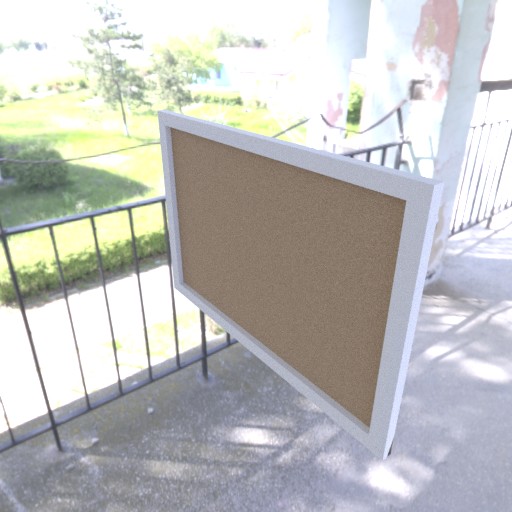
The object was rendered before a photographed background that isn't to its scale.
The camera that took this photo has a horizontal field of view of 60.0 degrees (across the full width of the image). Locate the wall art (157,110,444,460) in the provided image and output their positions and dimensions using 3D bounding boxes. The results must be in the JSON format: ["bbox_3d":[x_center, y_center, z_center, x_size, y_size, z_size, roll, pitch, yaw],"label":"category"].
[{"bbox_3d":[0.000,0.000,1.427,0.038,0.767,1.144,-19,33,-33],"label":"wall art"}]
